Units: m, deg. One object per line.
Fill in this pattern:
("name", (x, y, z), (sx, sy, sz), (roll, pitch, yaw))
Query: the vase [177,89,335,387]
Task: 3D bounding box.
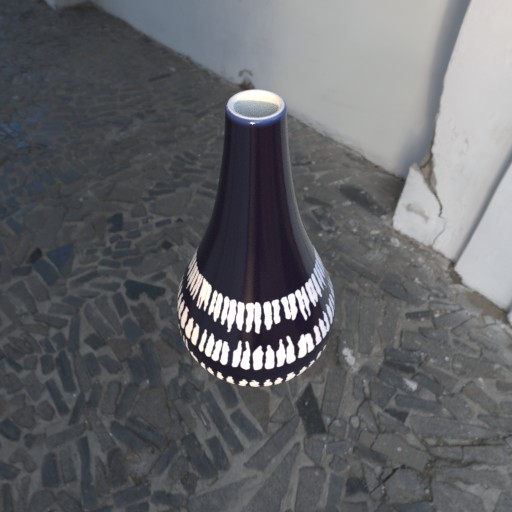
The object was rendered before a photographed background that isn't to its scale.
("vase", (0.000, 0.000, 0.392), (0.159, 0.295, 0.159), (0, 49, 0))
